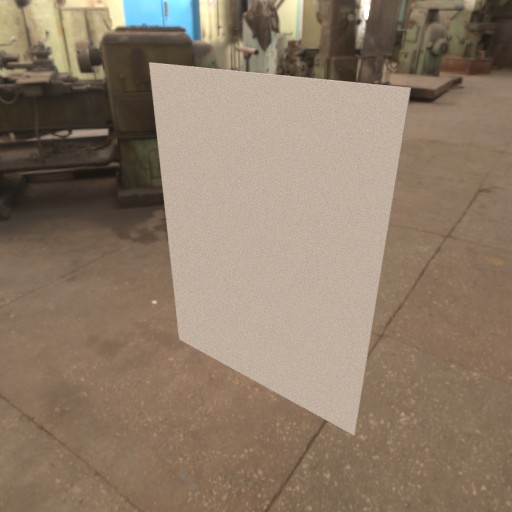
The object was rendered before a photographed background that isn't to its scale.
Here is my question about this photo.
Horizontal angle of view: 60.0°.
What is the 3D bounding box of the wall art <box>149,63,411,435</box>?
[{"bbox_3d":[0.000,0.000,0.793,0.457,0.610,0.003,20,35,31],"label":"wall art"}]
